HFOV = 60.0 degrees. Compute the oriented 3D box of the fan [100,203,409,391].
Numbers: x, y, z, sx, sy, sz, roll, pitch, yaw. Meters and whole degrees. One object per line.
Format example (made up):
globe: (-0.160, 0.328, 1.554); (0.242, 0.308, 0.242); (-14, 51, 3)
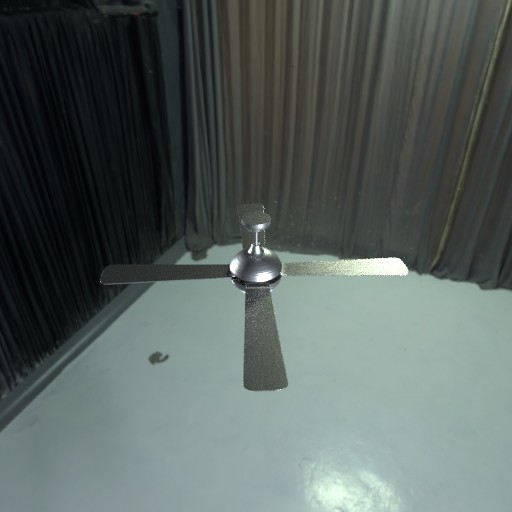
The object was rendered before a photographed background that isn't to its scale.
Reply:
fan: (0.000, 0.000, 1.975); (1.321, 0.381, 1.321); (10, 34, 15)
